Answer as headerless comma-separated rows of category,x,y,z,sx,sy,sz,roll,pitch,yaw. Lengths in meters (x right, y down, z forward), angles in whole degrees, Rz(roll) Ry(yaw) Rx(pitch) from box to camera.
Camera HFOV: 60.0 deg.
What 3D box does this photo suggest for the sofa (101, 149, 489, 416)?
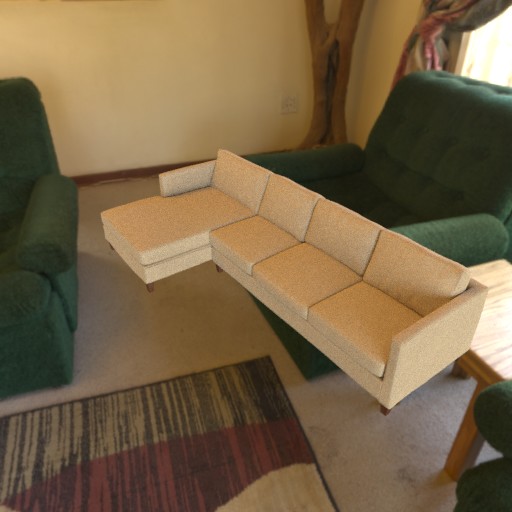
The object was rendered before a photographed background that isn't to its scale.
sofa,0.000,0.000,3.804,1.625,0.846,3.186,-22,38,-30
